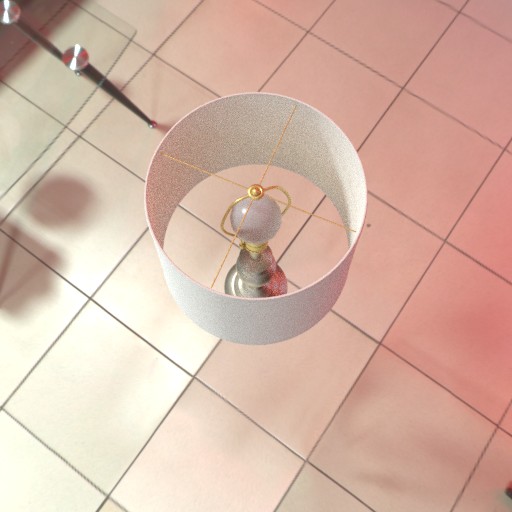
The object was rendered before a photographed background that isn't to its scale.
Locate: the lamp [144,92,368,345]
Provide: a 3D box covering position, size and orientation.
[{"bbox_3d":[0.000,0.000,0.817,0.328,0.619,0.328,0,75,0],"label":"lamp"}]
